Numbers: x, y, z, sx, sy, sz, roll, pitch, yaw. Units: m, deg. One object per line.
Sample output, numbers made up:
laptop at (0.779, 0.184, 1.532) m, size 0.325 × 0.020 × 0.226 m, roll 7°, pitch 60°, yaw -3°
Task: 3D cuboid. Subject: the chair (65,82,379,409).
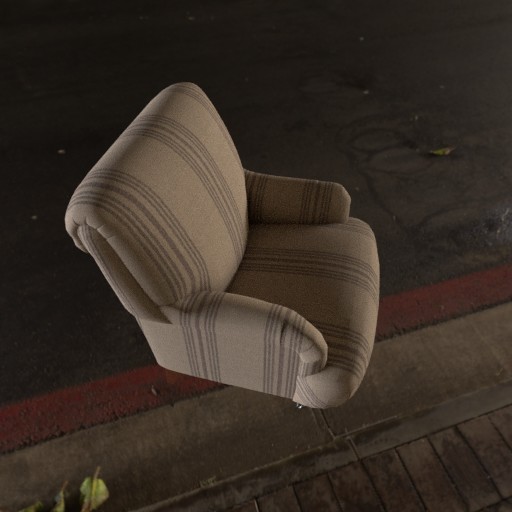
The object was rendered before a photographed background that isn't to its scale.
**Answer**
chair at (0.000, 0.000, 1.584) m, size 0.914 × 0.940 × 0.813 m, roll 10°, pitch 47°, yaw 10°
